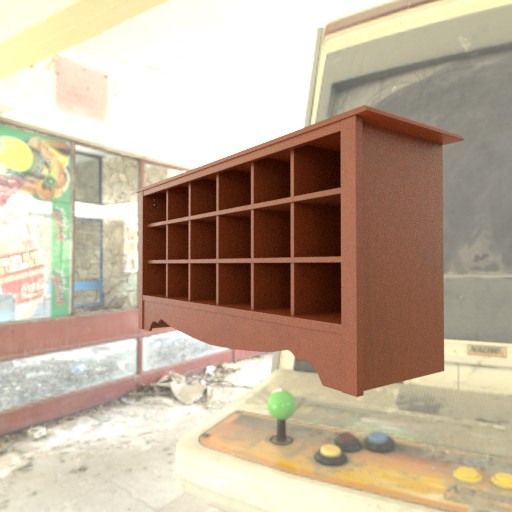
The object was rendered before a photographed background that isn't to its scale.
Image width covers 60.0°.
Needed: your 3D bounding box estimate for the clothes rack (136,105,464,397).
[{"bbox_3d":[0.000,0.000,1.489,0.362,0.594,1.251,1,-1,-36],"label":"clothes rack"}]
